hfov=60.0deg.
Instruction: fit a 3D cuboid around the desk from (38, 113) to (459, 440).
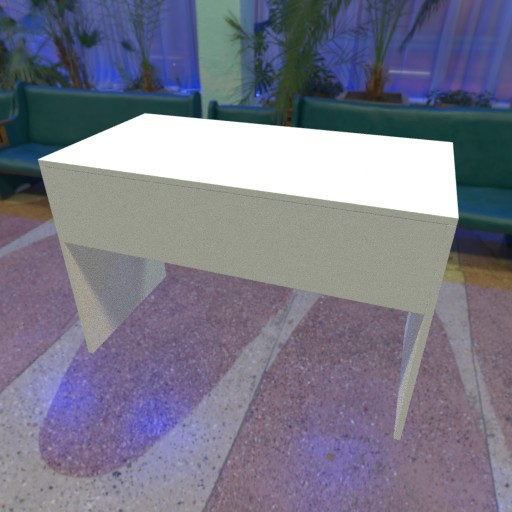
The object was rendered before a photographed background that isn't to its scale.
[{"bbox_3d":[0.000,0.000,1.500,1.100,0.730,0.560,10,33,17],"label":"desk"}]
